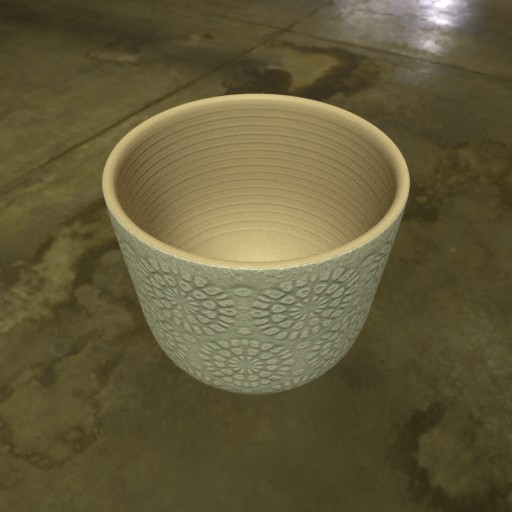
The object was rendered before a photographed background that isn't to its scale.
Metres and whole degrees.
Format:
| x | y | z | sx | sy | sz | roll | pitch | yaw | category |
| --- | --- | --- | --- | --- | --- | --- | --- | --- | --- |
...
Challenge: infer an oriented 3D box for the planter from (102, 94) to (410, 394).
| x | y | z | sx | sy | sz | roll | pitch | yaw | category |
| --- | --- | --- | --- | --- | --- | --- | --- | --- | --- |
| 0.000 | 0.000 | 0.303 | 0.169 | 0.153 | 0.169 | 0 | 45 | 0 | planter |
